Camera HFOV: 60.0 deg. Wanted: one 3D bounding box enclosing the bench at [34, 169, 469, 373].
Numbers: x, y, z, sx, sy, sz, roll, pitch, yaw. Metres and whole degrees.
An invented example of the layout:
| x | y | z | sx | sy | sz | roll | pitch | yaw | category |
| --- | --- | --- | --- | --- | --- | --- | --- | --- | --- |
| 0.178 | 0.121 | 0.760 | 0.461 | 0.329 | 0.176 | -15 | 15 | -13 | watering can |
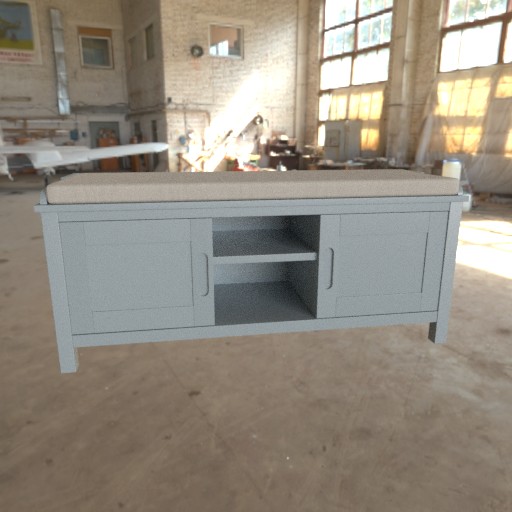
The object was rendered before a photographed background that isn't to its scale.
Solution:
| x | y | z | sx | sy | sz | roll | pitch | yaw | category |
| --- | --- | --- | --- | --- | --- | --- | --- | --- | --- |
| 0.000 | 0.000 | 1.389 | 1.140 | 0.501 | 0.398 | -2 | 15 | -9 | bench |
